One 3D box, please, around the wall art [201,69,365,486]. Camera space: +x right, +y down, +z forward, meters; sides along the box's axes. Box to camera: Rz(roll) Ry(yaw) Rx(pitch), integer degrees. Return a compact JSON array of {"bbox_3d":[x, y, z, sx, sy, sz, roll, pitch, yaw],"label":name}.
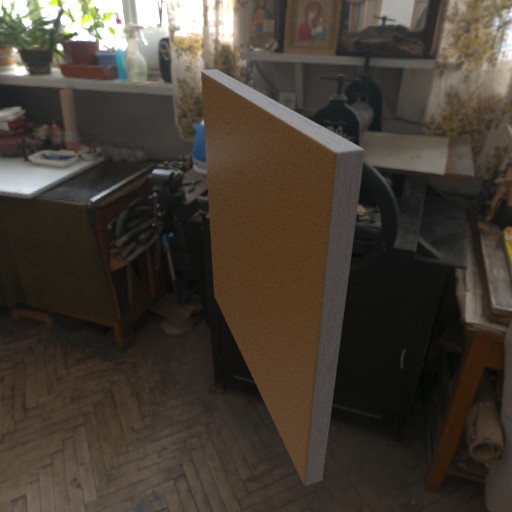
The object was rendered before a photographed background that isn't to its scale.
[{"bbox_3d":[0.000,0.000,1.867,0.078,1.288,1.287,-11,33,-17],"label":"wall art"}]
